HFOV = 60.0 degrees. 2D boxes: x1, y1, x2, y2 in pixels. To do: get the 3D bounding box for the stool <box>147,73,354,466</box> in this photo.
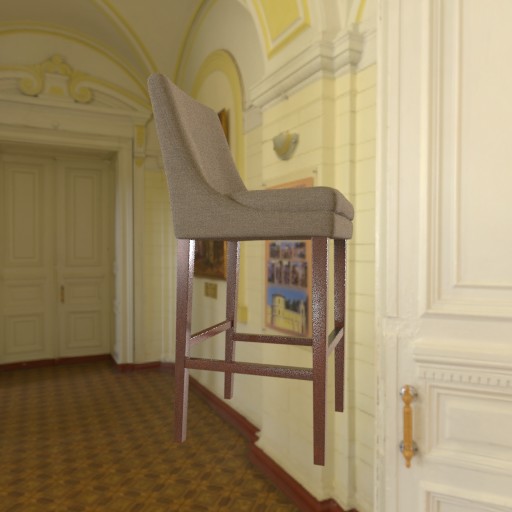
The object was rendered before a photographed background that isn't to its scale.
[{"bbox_3d":[0.000,0.000,1.414,0.577,1.078,0.470,0,1,18],"label":"stool"}]
